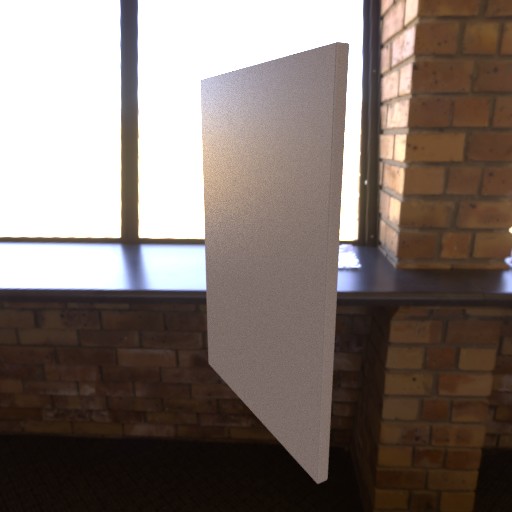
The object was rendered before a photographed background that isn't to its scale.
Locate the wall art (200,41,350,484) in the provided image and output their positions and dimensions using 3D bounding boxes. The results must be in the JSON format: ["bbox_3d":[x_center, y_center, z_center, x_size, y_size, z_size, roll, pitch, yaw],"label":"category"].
[{"bbox_3d":[0.000,0.000,1.484,0.038,1.183,0.808,-8,17,-28],"label":"wall art"}]
